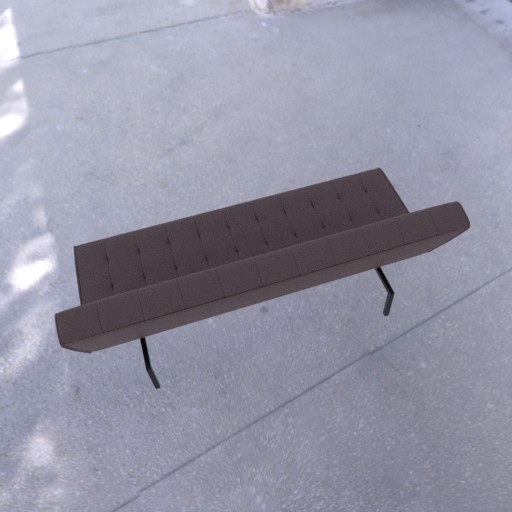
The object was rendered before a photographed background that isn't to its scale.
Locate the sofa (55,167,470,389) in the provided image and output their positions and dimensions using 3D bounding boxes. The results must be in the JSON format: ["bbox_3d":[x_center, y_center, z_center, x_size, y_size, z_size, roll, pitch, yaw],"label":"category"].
[{"bbox_3d":[0.000,0.000,2.167,1.703,0.699,0.747,-16,60,-9],"label":"sofa"}]
